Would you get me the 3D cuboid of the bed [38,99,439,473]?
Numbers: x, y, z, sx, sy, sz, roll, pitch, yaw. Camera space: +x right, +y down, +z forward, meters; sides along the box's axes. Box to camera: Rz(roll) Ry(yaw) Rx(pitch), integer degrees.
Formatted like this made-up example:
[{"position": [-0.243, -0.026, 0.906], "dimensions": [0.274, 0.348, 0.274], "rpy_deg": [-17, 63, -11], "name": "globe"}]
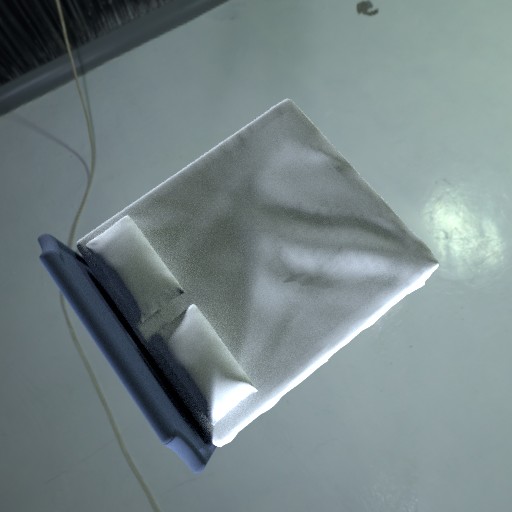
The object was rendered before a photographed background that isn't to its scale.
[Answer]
[{"position": [0.000, 0.000, 3.990], "dimensions": [2.773, 1.488, 2.350], "rpy_deg": [-37, 78, -9], "name": "bed"}]
